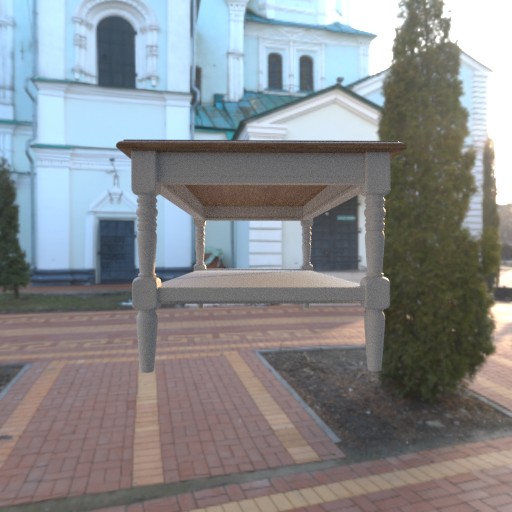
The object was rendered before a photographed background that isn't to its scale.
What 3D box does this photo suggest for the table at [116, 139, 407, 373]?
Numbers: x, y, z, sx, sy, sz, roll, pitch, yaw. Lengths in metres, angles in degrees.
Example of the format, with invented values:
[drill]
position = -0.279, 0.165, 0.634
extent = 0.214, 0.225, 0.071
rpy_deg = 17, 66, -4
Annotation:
[table]
position = 0.000, 0.000, 1.411
extent = 0.559, 0.458, 1.118
rpy_deg = 0, 0, -1
